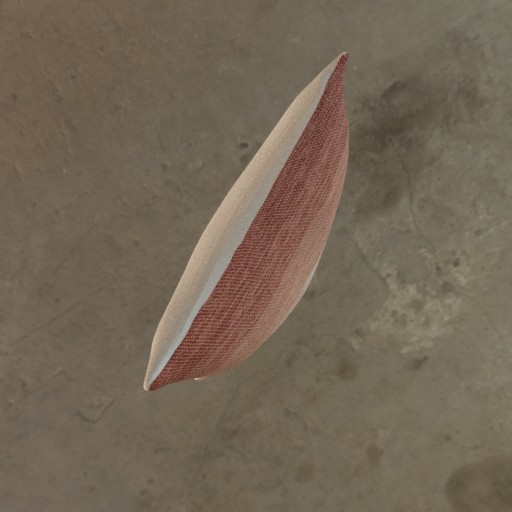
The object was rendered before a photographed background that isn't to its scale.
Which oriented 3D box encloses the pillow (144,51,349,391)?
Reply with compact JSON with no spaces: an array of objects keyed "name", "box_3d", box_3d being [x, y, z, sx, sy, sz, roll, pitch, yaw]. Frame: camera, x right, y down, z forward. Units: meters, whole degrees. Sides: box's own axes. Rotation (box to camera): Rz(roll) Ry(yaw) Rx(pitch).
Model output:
[{"name":"pillow","box_3d":[0.000,0.000,0.670,0.182,0.441,0.440,28,78,6]}]
